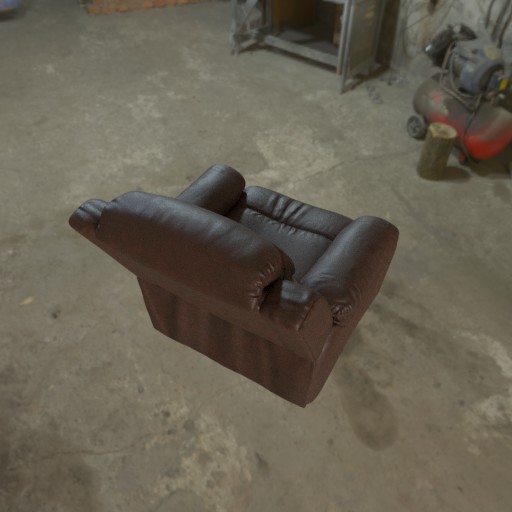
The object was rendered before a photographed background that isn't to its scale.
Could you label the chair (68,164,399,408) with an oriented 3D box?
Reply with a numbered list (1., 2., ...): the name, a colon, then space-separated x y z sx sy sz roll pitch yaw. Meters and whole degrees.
1. chair: 0.000 0.000 1.291 0.680 0.702 0.707 23 50 21
